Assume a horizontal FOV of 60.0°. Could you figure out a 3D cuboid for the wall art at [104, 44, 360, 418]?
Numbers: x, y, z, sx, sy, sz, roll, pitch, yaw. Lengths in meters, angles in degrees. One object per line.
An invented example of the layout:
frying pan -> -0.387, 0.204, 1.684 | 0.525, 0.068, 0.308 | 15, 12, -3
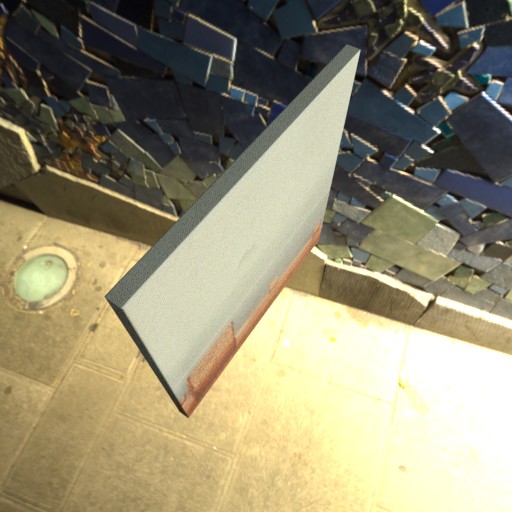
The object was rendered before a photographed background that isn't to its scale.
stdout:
wall art -> 0.000, 0.000, 0.912 | 0.034, 0.605, 0.605 | 30, 63, 17
